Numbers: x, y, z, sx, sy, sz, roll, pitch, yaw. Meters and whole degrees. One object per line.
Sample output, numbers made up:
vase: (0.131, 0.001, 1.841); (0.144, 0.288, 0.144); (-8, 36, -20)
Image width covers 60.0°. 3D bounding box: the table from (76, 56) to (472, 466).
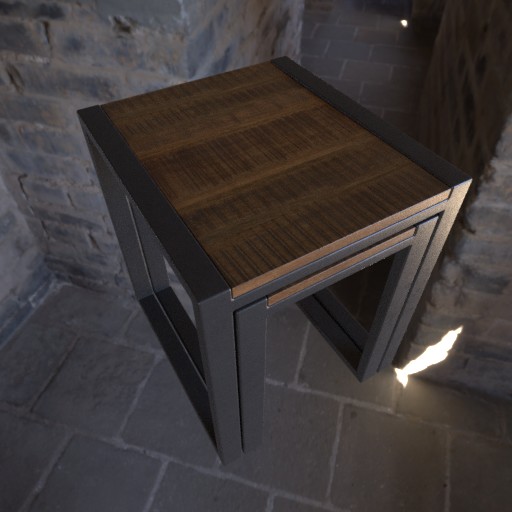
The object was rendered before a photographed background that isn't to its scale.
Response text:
table: (0.000, 0.000, 0.921); (0.449, 0.550, 0.500); (-24, 51, -20)
